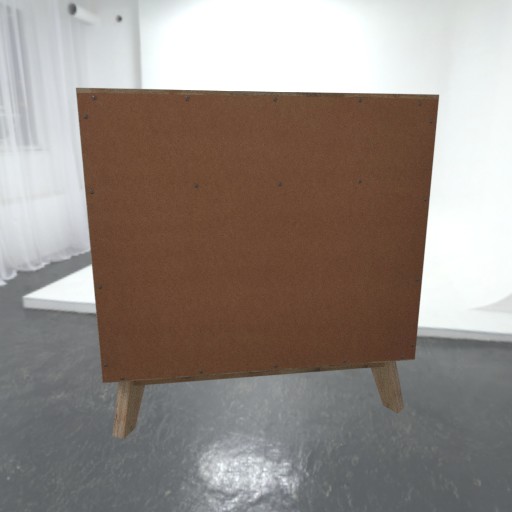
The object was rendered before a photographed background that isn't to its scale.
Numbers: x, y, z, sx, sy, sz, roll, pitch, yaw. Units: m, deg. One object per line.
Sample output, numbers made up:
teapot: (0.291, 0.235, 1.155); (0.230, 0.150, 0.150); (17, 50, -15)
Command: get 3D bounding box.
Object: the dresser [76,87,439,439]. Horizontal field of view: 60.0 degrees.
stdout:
dresser: (0.000, 0.000, 1.541); (0.998, 1.029, 0.455); (-2, 14, -8)
